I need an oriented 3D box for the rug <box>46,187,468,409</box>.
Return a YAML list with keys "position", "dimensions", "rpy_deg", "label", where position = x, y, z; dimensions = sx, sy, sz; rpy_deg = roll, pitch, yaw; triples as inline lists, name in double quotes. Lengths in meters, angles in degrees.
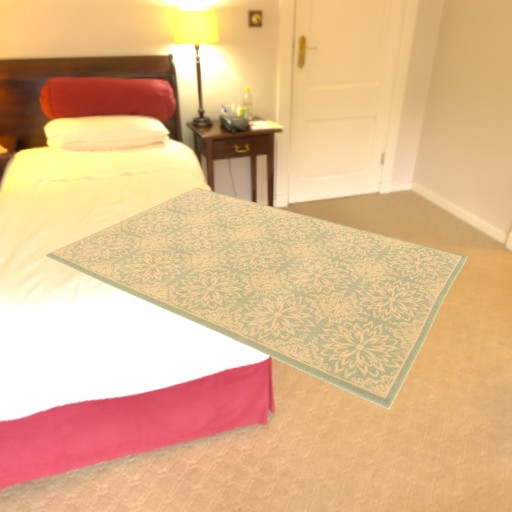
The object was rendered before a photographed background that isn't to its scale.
- position: [0.000, 0.000, 3.452]
  dimensions: [2.746, 0.018, 1.819]
  rpy_deg: [18, 34, 29]
  label: "rug"
